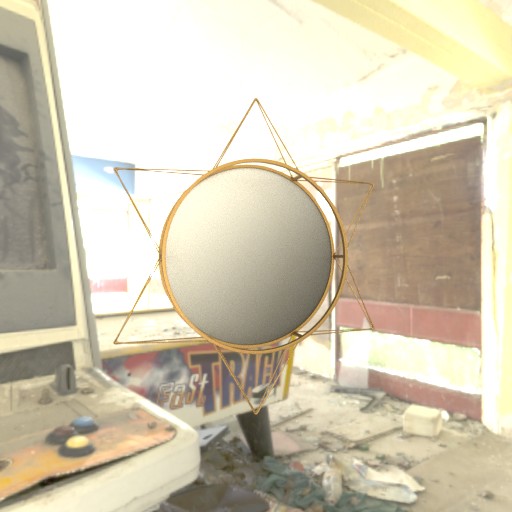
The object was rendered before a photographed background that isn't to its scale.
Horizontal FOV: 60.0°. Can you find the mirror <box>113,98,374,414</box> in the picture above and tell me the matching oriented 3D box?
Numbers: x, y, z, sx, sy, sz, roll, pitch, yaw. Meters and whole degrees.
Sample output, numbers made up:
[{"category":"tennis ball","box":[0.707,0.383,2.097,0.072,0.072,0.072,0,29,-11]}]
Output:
[{"category":"mirror","box":[0.000,0.000,0.813,0.498,0.581,0.062,0,0,-18]}]
